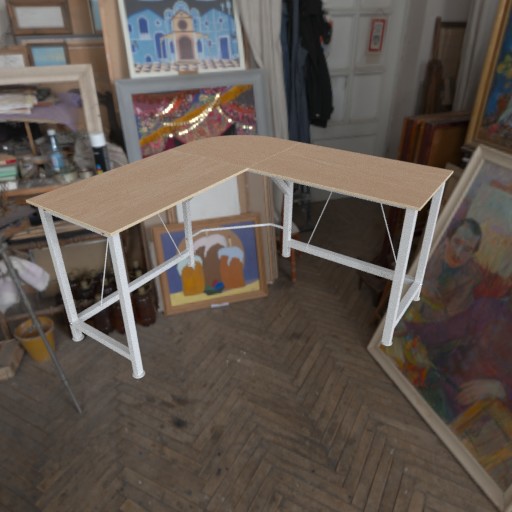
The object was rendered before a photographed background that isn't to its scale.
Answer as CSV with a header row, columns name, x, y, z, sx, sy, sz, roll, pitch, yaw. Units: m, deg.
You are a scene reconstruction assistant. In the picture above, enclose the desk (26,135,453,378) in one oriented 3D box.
name,x,y,z,sx,sy,sz,roll,pitch,yaw
desk,0.000,0.000,2.221,1.400,0.762,1.400,19,36,29
